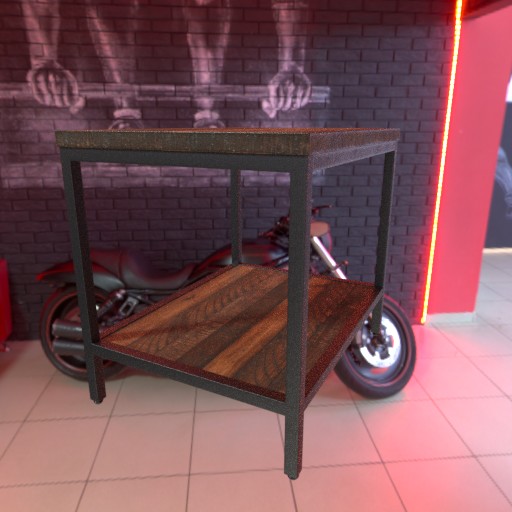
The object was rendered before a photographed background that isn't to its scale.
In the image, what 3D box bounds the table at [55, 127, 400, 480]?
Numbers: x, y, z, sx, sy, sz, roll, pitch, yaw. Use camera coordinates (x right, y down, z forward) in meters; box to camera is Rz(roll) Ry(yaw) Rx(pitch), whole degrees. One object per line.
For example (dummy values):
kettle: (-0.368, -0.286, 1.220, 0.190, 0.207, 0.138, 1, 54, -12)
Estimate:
table: (0.000, 0.000, 1.112, 0.524, 0.612, 0.678, 9, 19, 26)
